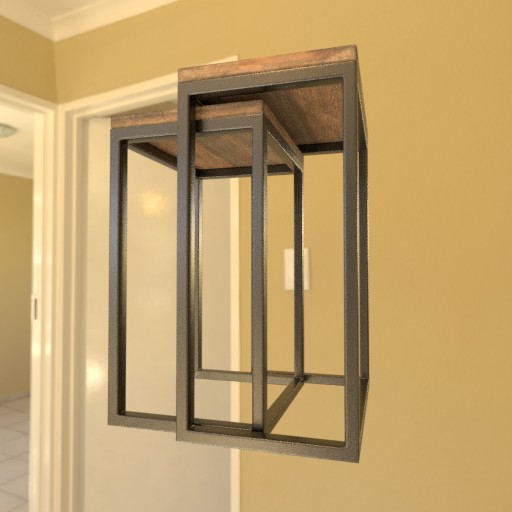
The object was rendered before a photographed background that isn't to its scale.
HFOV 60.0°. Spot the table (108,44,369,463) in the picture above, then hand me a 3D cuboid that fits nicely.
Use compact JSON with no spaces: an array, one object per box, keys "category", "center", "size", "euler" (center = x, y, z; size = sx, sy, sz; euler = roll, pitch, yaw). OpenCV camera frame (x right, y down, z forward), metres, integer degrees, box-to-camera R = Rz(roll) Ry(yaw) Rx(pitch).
[{"category":"table","center":[0.000,0.000,0.927],"size":[0.460,0.615,0.456],"euler":[-1,-2,19]}]
